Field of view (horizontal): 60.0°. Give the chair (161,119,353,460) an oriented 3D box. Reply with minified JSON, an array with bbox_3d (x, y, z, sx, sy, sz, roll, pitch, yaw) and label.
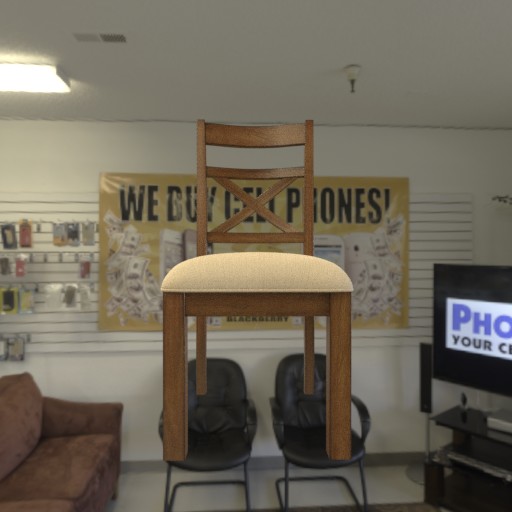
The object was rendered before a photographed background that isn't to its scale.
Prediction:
[{"bbox_3d":[0.000,0.000,1.303,0.461,0.949,0.581,0,0,-1],"label":"chair"}]
